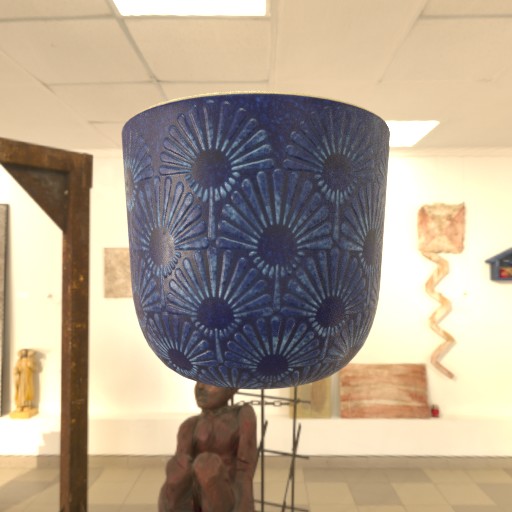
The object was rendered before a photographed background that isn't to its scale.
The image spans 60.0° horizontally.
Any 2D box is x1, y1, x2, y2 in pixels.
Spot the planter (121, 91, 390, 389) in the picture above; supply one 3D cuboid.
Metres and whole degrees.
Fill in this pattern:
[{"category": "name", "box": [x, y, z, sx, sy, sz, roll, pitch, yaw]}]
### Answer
[{"category": "planter", "box": [0.000, 0.000, 0.291, 0.170, 0.153, 0.170, 0, -1, 0]}]
